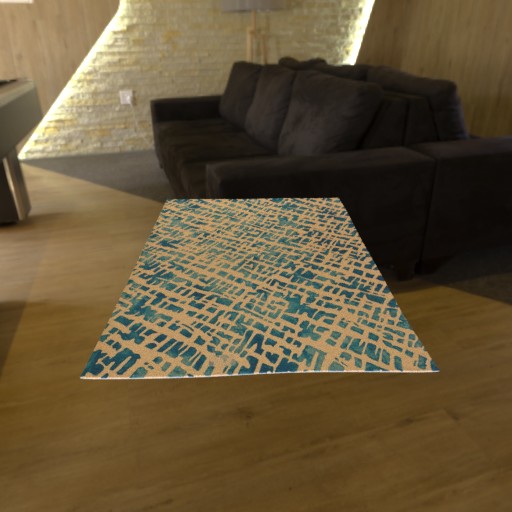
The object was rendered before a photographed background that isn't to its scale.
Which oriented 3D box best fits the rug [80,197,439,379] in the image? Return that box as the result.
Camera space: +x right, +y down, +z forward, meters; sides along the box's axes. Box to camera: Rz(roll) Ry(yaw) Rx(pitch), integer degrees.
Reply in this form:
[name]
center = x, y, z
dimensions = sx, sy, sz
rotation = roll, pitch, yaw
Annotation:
[rug]
center = 0.000, 0.000, 2.300
dimensions = 1.209, 0.011, 1.830
rotation = -1, 26, -1
